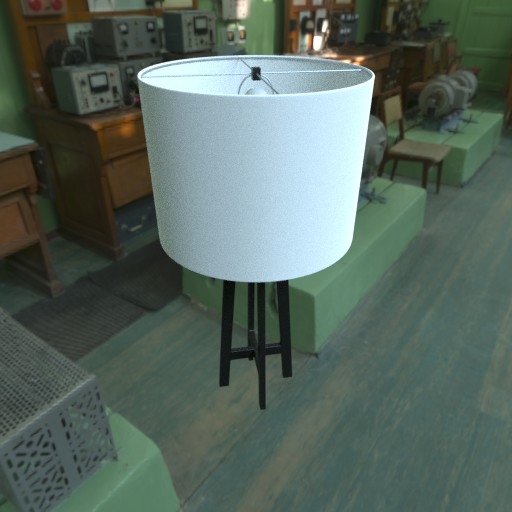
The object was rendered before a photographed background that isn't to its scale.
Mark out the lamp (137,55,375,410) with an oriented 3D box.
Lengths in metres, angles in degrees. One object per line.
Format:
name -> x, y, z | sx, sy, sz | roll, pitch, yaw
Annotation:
lamp -> 0.000, 0.000, 0.618 | 0.257, 0.489, 0.257 | 20, 37, 29
